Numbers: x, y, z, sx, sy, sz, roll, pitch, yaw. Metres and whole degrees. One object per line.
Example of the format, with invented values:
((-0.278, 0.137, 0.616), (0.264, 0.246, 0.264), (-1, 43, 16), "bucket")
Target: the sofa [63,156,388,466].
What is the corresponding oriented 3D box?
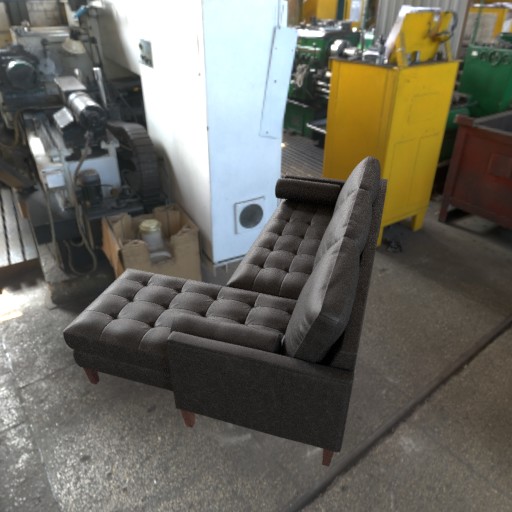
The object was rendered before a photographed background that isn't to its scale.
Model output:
((0.000, 0.000, 2.917), (1.497, 0.876, 2.178), (9, 33, 15), "sofa")
